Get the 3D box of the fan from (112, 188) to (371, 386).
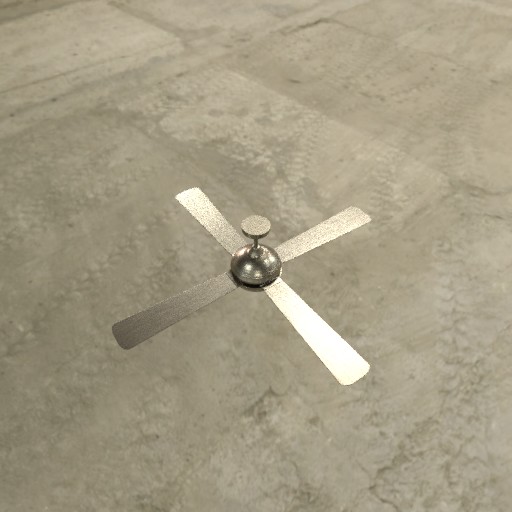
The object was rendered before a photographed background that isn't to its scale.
[{"bbox_3d":[0.000,0.000,2.013,1.321,0.381,1.321,-10,47,-10],"label":"fan"}]
